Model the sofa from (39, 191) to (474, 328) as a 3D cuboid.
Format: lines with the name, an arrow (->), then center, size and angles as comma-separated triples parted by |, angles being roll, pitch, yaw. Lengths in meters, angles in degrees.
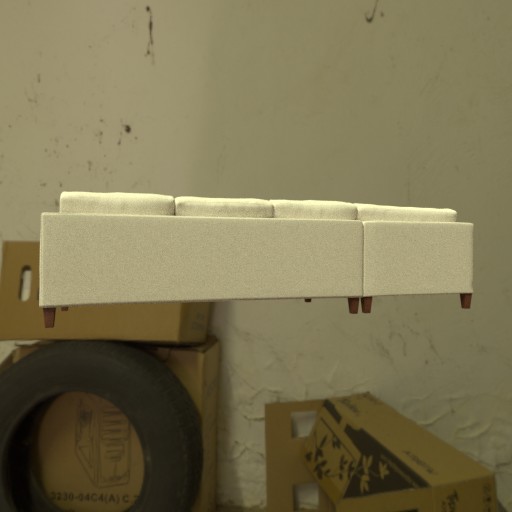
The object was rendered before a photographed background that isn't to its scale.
sofa -> 0.000, 0.000, 3.844 | 3.186, 0.846, 1.625 | 0, 0, -17
